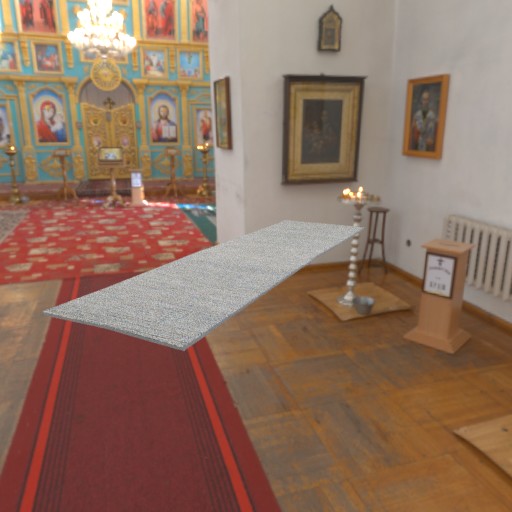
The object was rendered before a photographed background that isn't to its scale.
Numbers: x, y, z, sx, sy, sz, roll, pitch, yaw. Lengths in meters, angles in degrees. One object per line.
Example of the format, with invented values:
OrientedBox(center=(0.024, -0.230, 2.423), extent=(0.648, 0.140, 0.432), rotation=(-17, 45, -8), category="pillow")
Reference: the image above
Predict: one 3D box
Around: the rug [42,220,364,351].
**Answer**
OrientedBox(center=(0.000, 0.000, 2.592), extent=(0.675, 0.037, 2.341), rotation=(8, 16, 27), category="rug")
